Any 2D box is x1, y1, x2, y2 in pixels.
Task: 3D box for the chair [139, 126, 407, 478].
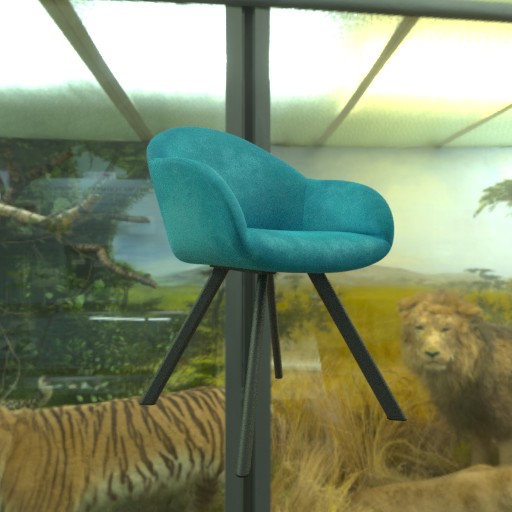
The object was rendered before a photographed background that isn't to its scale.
[{"bbox_3d":[0.000,0.000,1.173,0.550,0.795,0.590,0,0,-36],"label":"chair"}]
